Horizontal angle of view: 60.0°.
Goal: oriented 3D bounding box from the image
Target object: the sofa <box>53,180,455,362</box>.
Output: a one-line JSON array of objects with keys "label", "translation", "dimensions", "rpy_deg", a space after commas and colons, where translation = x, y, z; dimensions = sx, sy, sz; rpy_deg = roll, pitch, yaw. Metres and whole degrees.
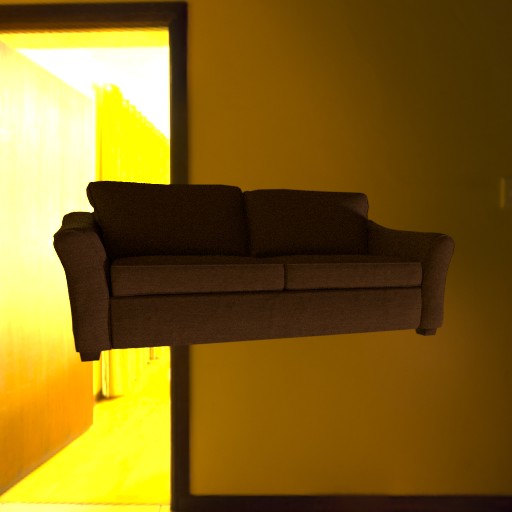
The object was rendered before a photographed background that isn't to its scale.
[{"label": "sofa", "translation": [0.000, 0.000, 2.749], "dimensions": [2.270, 0.950, 0.971], "rpy_deg": [0, 1, -19]}]
